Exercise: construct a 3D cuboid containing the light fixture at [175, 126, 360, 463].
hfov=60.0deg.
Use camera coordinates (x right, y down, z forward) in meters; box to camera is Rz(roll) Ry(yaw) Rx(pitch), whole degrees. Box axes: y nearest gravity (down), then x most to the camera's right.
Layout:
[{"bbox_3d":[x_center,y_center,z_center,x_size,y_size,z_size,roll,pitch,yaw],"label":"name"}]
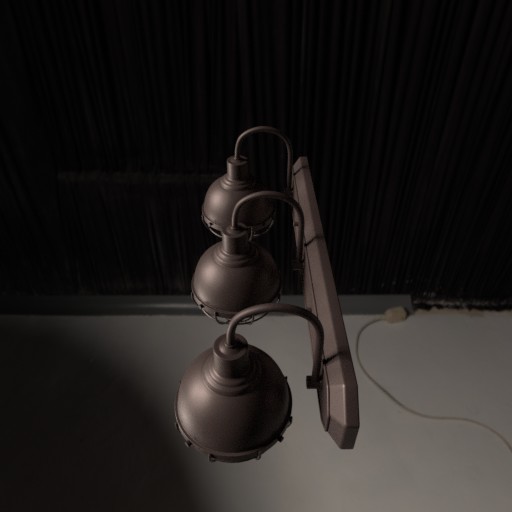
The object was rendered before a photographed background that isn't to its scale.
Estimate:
[{"bbox_3d":[0.000,0.000,0.753,0.229,0.254,0.634,-1,40,-1],"label":"light fixture"}]
